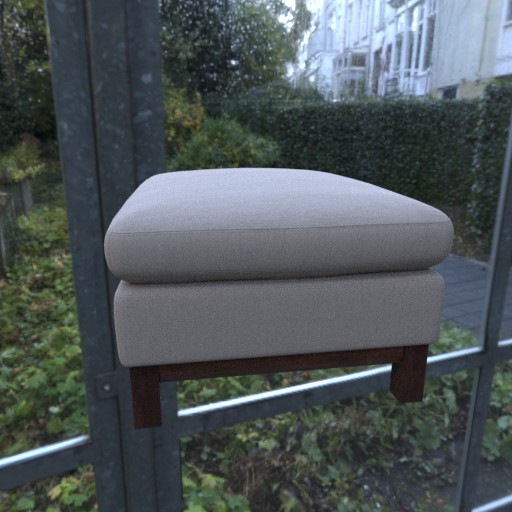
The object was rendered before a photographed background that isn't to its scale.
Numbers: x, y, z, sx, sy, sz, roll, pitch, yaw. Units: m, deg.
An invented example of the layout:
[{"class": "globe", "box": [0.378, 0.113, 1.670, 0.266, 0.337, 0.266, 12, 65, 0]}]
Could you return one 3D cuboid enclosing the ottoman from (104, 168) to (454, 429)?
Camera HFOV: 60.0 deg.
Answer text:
[{"class": "ottoman", "box": [0.000, 0.000, 1.107, 0.606, 0.420, 0.771, -2, 16, -9]}]
